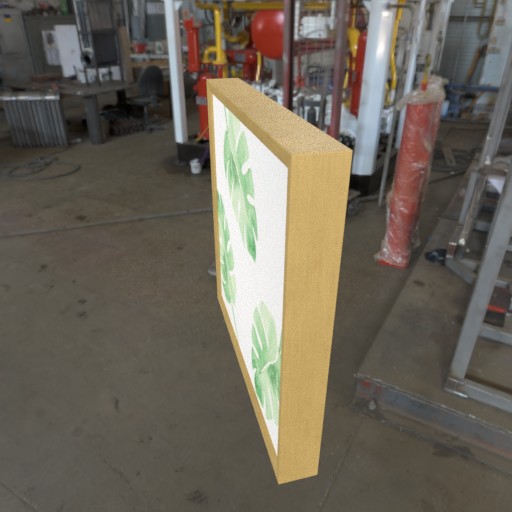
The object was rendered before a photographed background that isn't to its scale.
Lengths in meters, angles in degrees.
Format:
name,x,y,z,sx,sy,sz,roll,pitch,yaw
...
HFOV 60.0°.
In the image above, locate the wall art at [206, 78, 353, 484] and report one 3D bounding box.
name,x,y,z,sx,sy,sz,roll,pitch,yaw
wall art,0.000,0.000,0.460,0.038,0.305,0.305,-7,30,-13
